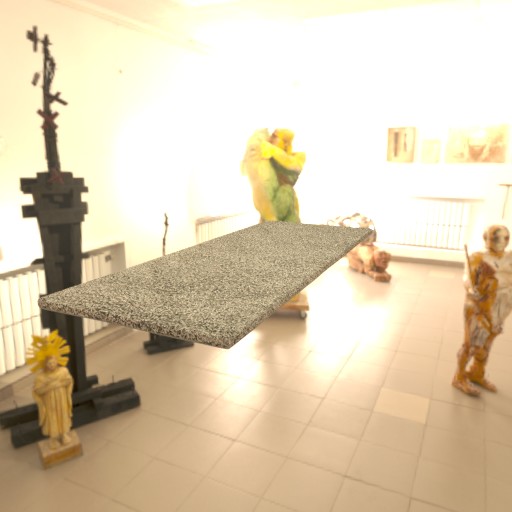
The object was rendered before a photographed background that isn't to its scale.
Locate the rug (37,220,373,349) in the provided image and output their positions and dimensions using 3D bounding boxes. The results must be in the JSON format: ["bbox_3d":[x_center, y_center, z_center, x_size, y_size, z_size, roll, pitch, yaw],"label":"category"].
[{"bbox_3d":[0.000,0.000,1.753,0.609,0.030,1.524,7,15,25],"label":"rug"}]
